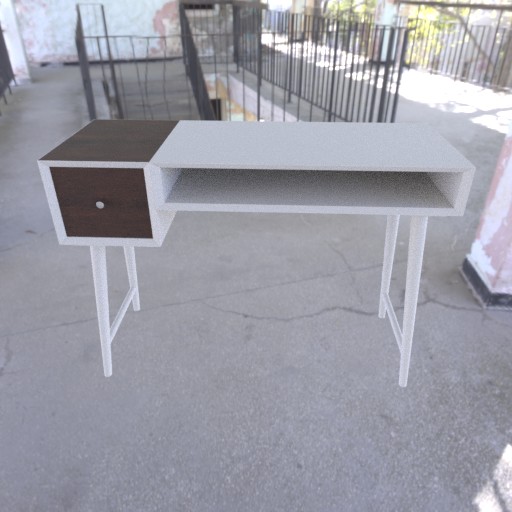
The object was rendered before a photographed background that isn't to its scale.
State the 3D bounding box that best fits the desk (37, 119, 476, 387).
[{"bbox_3d":[0.000,0.000,1.441,1.069,0.761,0.409,1,31,2],"label":"desk"}]
